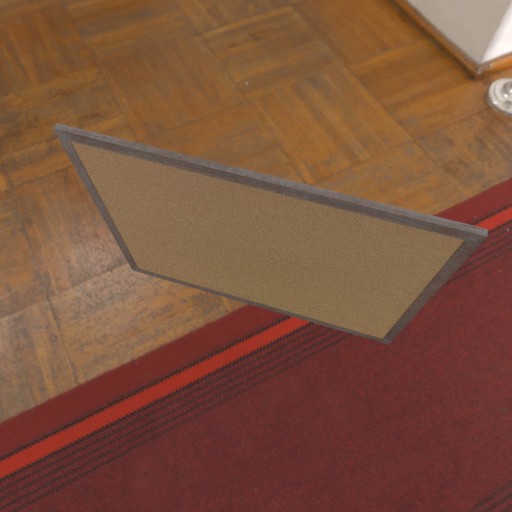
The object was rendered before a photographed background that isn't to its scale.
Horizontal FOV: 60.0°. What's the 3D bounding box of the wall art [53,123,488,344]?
[{"bbox_3d":[0.000,0.000,1.337,1.012,0.774,0.019,15,63,8],"label":"wall art"}]
